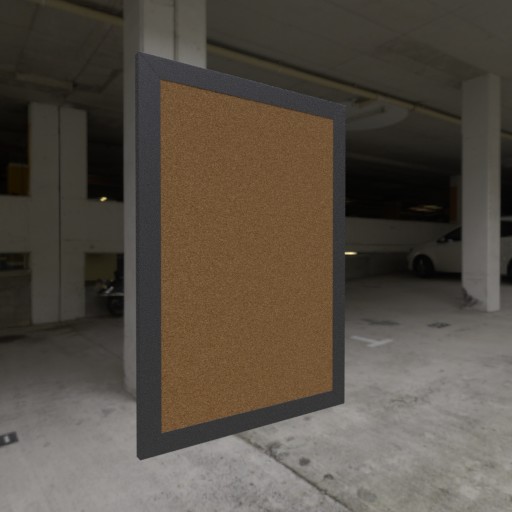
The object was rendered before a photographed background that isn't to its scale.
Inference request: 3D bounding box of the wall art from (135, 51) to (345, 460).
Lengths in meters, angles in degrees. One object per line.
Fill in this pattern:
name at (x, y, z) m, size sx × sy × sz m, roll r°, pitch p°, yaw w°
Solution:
wall art at (0.000, 0.000, 0.691) m, size 0.380 × 0.534 × 0.013 m, roll -1°, pitch 1°, yaw -35°
